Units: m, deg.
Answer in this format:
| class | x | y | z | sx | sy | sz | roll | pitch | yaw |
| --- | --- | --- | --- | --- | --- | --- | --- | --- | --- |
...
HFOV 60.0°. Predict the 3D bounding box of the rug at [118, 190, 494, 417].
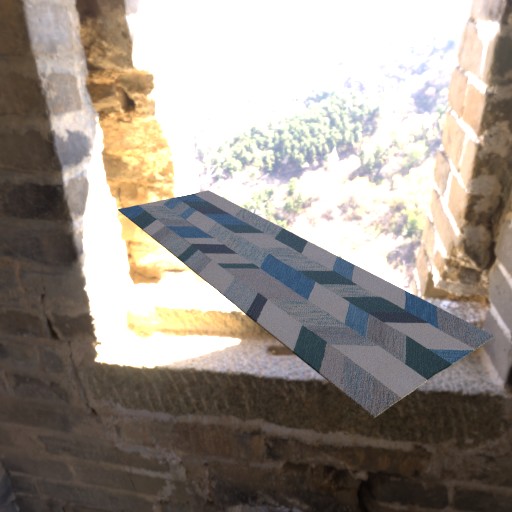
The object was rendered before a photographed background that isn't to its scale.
| class | x | y | z | sx | sy | sz | roll | pitch | yaw |
| --- | --- | --- | --- | --- | --- | --- | --- | --- | --- |
| rug | 0.000 | 0.000 | 2.566 | 0.774 | 0.008 | 2.437 | -18 | 31 | -31 |
